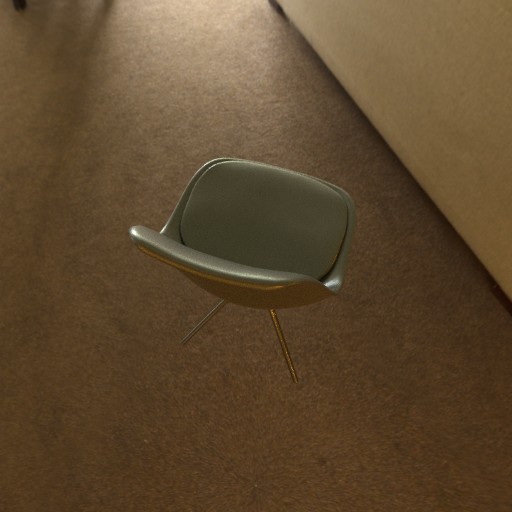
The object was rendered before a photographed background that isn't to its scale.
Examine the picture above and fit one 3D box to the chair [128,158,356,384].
[{"bbox_3d":[0.000,0.000,1.168,0.461,0.850,0.525,17,64,8],"label":"chair"}]
